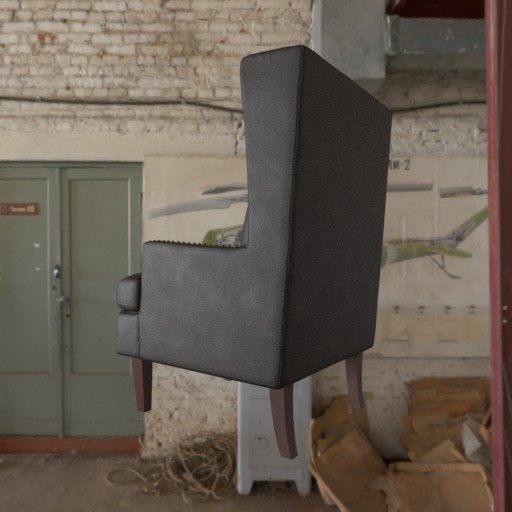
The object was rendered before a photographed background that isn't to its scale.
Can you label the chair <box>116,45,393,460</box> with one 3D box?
[{"bbox_3d":[0.000,0.000,1.642,0.799,1.142,0.703,0,0,36],"label":"chair"}]
